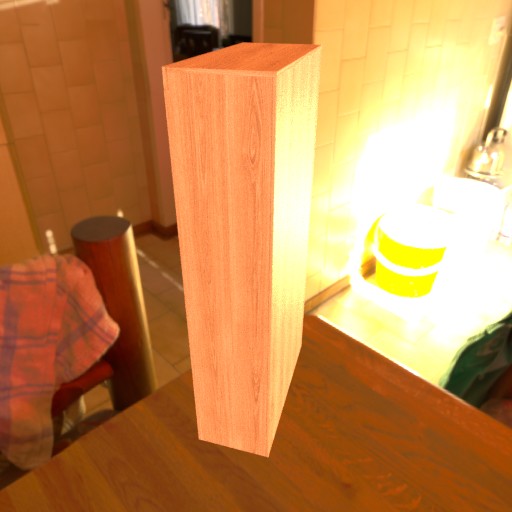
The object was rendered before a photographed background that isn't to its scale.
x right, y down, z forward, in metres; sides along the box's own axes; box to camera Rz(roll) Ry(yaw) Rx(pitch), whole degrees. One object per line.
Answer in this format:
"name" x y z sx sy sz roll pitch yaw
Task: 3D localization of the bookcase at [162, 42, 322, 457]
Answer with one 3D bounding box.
"bookcase" 0.000 0.000 2.420 0.420 2.020 0.950 8 32 14
